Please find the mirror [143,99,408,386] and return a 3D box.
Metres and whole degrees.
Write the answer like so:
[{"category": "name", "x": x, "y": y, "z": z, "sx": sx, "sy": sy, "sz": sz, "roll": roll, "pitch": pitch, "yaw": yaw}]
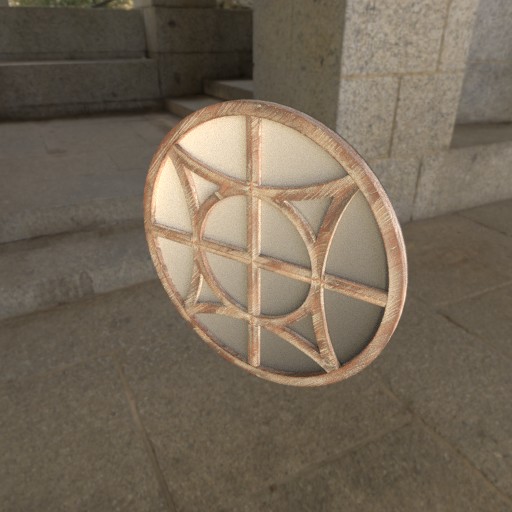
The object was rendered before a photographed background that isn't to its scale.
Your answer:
[{"category": "mirror", "x": 0.000, "y": 0.000, "z": 1.064, "sx": 0.710, "sy": 0.710, "sz": 0.038, "roll": 17, "pitch": 32, "yaw": 29}]
